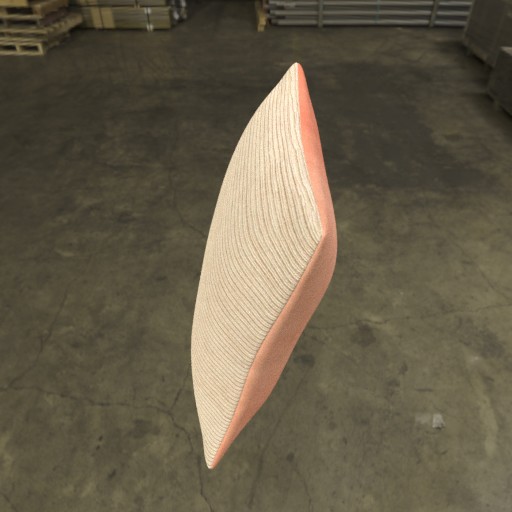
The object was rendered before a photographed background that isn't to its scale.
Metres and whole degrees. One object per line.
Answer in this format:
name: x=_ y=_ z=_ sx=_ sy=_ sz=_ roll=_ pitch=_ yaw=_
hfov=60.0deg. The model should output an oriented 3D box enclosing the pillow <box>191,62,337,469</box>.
pillow: x=0.000 y=0.000 z=0.625 sx=0.177 sy=0.401 sz=0.424 roll=1 pitch=40 yaw=1
